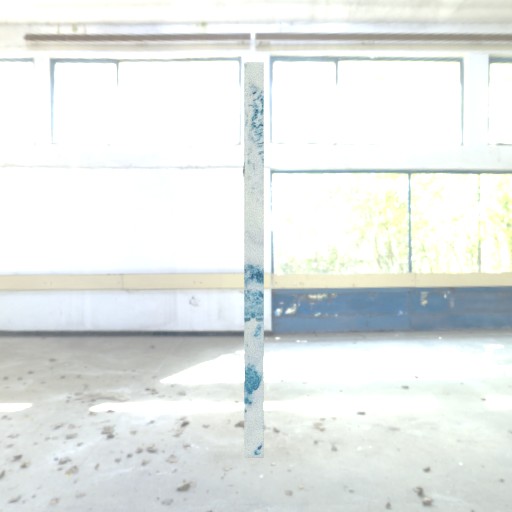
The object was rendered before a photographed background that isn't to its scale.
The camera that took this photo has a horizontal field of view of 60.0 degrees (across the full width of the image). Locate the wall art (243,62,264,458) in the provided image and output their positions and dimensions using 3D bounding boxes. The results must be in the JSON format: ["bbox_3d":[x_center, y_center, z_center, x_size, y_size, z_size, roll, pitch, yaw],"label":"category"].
[{"bbox_3d":[0.000,0.000,1.890,0.055,1.017,1.524,0,1,1],"label":"wall art"}]
